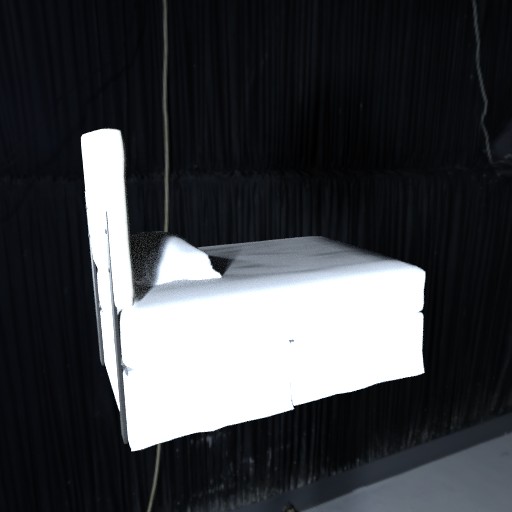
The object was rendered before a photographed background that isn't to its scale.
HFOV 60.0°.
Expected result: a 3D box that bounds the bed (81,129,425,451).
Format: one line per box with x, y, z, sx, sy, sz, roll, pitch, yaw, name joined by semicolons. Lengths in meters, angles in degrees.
0.000;0.000;2.962;1.997;1.571;1.261;-6;15;-25;bed
